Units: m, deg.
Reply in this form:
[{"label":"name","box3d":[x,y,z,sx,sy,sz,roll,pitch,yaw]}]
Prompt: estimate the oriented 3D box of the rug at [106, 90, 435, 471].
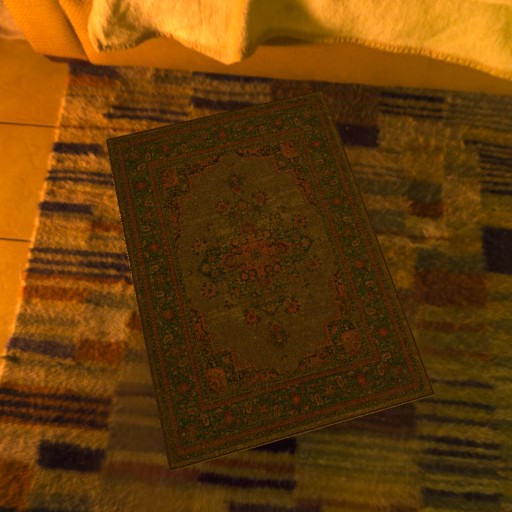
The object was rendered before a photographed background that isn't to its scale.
[{"label":"rug","box3d":[0.000,0.000,2.880,1.609,0.013,2.214,-14,74,-4]}]
